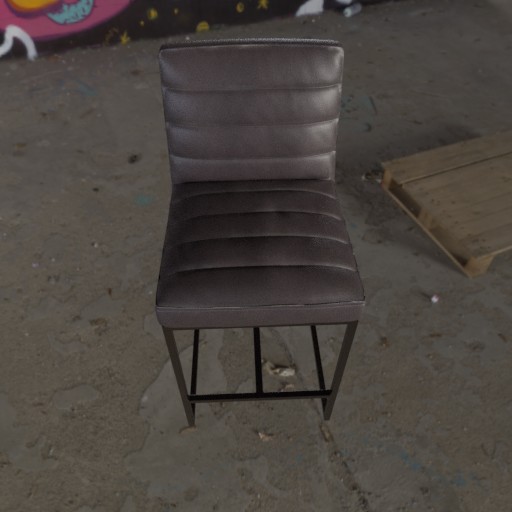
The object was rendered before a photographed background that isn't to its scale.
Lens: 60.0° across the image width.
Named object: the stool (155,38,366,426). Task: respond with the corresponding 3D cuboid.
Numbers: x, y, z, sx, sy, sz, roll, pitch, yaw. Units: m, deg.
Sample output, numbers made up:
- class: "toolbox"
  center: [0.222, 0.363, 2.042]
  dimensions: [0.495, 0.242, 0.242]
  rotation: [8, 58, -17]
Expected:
- class: "stool"
  center: [0.000, 0.000, 1.213]
  dimensions: [0.463, 0.946, 0.562]
  rotation: [-2, 47, -2]
